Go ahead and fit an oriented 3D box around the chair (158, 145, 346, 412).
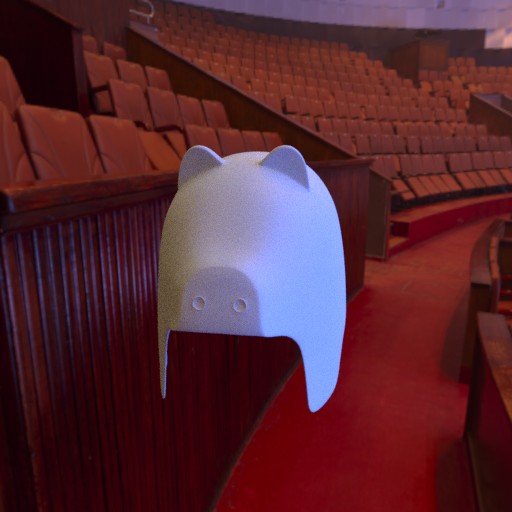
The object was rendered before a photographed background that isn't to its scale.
[{"bbox_3d":[0.000,0.000,0.878,0.364,0.423,0.619,2,14,9],"label":"chair"}]
